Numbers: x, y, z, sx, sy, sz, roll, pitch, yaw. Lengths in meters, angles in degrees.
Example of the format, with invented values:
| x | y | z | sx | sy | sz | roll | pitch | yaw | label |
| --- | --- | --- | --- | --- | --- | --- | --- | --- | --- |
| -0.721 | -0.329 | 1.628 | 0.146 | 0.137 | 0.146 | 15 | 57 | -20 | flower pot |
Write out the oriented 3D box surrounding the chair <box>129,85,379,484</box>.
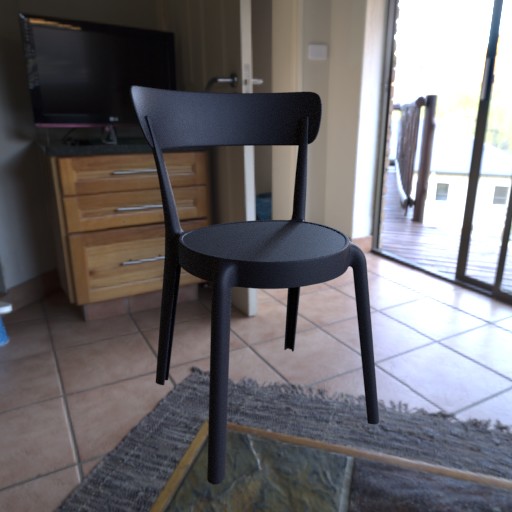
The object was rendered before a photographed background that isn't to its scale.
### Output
| x | y | z | sx | sy | sz | roll | pitch | yaw | label |
| --- | --- | --- | --- | --- | --- | --- | --- | --- | --- |
| 0.000 | 0.000 | 1.091 | 0.506 | 0.790 | 0.491 | -8 | 19 | -26 | chair |
